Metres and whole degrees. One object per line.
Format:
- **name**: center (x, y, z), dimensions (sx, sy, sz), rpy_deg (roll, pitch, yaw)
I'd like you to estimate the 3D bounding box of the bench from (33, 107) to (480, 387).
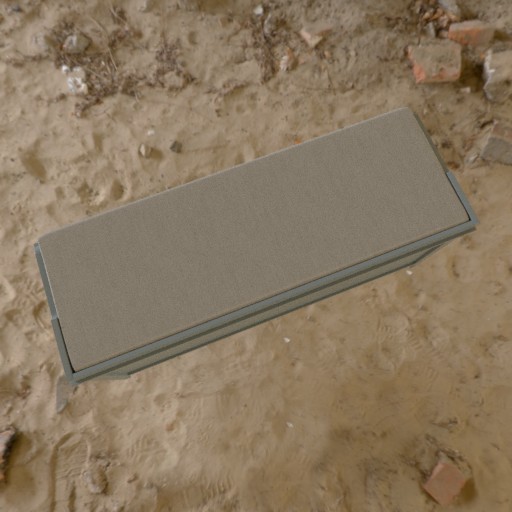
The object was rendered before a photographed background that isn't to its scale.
- **bench**: center (0.000, 0.000, 1.401), dimensions (1.140, 0.501, 0.398), rpy_deg (-21, 76, -5)
